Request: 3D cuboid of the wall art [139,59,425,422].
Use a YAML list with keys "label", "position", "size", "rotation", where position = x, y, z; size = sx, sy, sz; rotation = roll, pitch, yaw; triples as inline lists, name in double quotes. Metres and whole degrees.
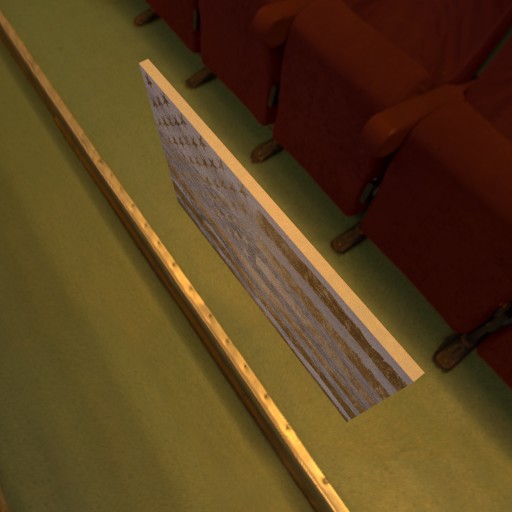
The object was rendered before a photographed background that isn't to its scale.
- label: "wall art"
  position: [0.000, 0.000, 1.181]
  size: [0.027, 0.610, 0.932]
  rotation: [-33, 68, -15]
